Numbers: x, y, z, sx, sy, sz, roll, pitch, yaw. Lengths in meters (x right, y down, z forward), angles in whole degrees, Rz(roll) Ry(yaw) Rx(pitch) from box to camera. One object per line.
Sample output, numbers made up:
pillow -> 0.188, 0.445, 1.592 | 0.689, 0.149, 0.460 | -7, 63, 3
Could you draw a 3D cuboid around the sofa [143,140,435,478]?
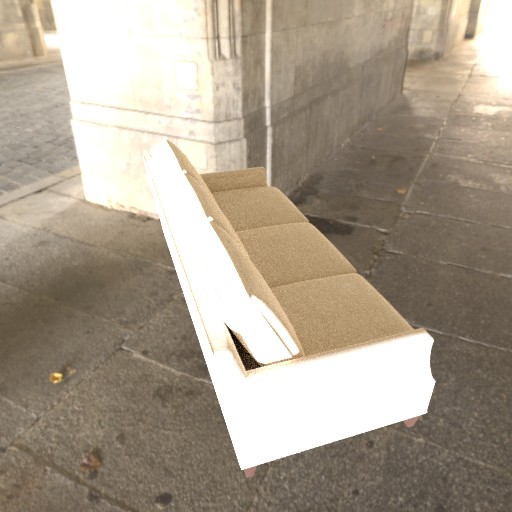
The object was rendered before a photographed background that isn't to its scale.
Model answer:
sofa -> 0.000, 0.000, 2.716 | 1.041, 0.940, 2.210 | -10, 33, -16
